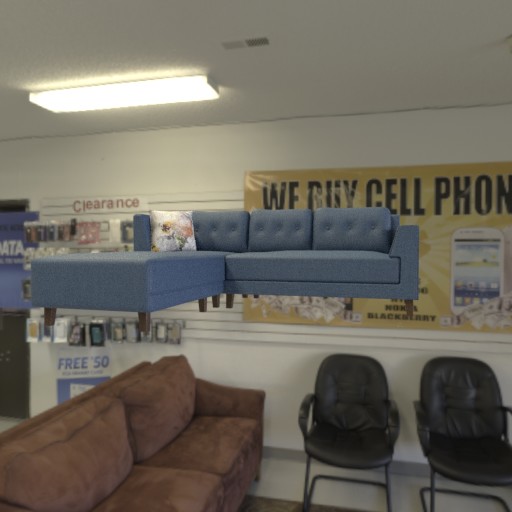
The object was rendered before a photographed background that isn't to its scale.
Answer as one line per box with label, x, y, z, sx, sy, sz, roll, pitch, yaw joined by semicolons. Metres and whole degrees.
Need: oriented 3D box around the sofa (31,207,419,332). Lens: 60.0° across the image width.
sofa;0.000;0.000;3.043;2.120;0.787;1.829;0;1;17
